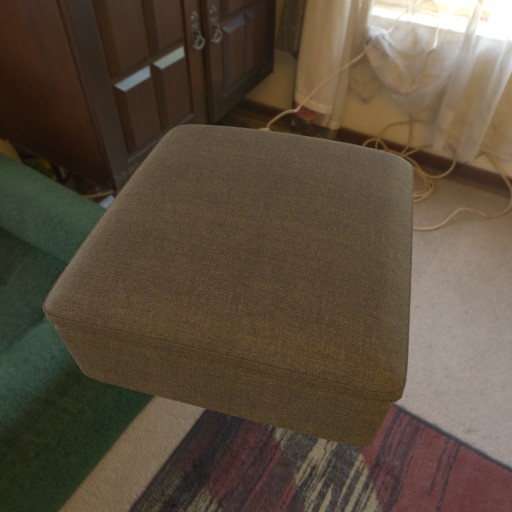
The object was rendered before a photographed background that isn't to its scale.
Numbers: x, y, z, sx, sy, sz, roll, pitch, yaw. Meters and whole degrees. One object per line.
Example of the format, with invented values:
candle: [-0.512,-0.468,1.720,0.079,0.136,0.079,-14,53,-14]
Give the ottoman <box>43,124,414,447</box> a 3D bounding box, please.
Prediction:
ottoman: [0.000,0.000,1.666,1.067,0.559,1.067,11,48,10]
